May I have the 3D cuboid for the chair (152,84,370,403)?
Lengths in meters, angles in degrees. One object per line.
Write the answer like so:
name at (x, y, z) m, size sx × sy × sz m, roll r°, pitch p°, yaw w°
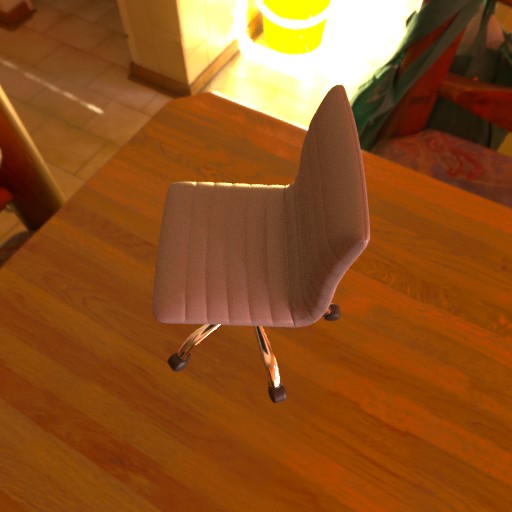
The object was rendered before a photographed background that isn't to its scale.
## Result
chair at (0.000, 0.000, 1.129) m, size 0.542 × 0.750 × 0.569 m, roll 0°, pitch 58°, yaw 0°
